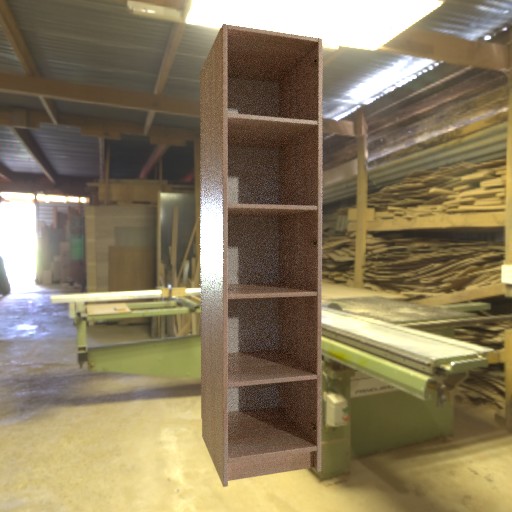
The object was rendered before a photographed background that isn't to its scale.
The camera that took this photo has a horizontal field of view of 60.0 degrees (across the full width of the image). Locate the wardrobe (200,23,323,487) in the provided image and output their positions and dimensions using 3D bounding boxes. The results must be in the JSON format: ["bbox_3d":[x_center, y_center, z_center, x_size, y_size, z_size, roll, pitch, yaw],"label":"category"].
[{"bbox_3d":[0.000,0.000,2.373,0.496,2.117,0.588,0,1,-17],"label":"wardrobe"}]
